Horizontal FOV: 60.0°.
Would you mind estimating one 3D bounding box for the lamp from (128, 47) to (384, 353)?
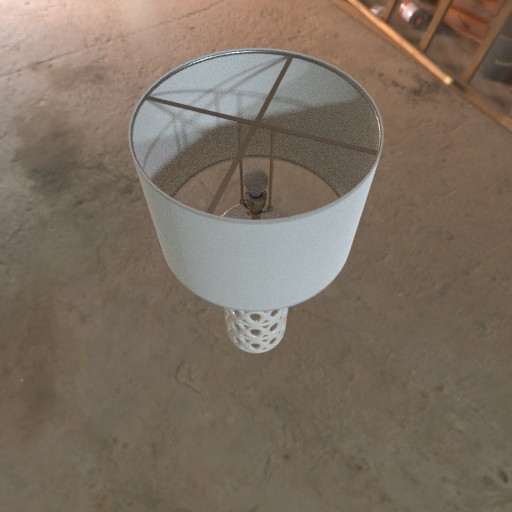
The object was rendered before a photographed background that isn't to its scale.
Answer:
[{"bbox_3d":[0.000,0.000,0.837,0.325,0.636,0.324,17,58,11],"label":"lamp"}]
